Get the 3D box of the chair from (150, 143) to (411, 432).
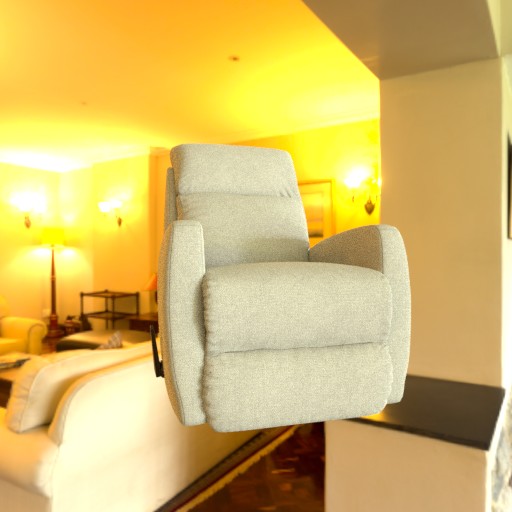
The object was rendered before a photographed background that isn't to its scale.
[{"bbox_3d":[0.000,0.000,1.697,0.812,1.015,0.941,0,0,-17],"label":"chair"}]
